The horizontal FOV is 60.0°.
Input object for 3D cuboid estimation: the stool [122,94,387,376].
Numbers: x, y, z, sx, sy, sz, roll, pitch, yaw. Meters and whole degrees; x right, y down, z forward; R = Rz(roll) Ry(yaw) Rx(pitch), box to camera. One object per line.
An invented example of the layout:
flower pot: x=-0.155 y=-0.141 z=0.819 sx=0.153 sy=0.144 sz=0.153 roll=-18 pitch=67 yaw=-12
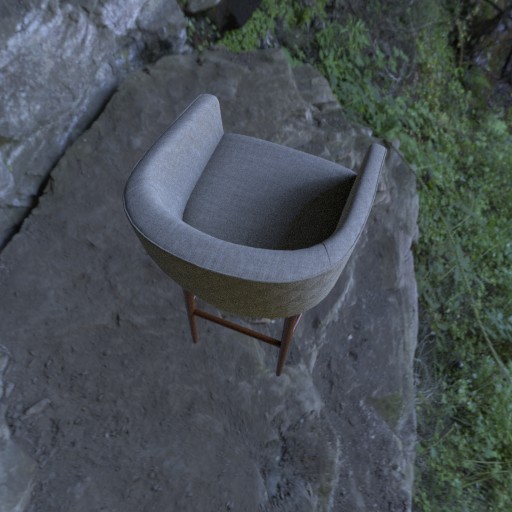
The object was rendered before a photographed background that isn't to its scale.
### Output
stool: x=0.000 y=0.000 z=1.449 sx=0.559 sy=1.078 sz=0.607 roll=19 pitch=66 yaw=9
